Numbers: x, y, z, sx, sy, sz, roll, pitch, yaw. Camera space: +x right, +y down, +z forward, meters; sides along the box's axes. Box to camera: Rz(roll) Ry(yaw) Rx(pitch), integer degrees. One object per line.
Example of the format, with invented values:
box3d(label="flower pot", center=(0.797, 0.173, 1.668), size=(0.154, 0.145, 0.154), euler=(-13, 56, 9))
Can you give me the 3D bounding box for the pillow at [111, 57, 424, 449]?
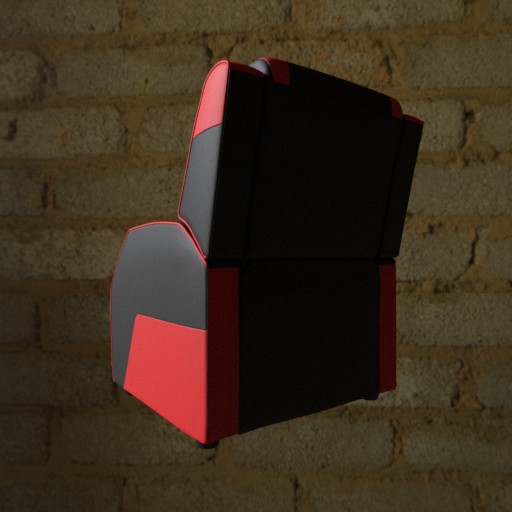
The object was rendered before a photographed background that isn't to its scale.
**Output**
box3d(label="pillow", center=(0.000, 0.000, 1.245), size=(0.620, 0.805, 0.672), euler=(0, 0, -36))
